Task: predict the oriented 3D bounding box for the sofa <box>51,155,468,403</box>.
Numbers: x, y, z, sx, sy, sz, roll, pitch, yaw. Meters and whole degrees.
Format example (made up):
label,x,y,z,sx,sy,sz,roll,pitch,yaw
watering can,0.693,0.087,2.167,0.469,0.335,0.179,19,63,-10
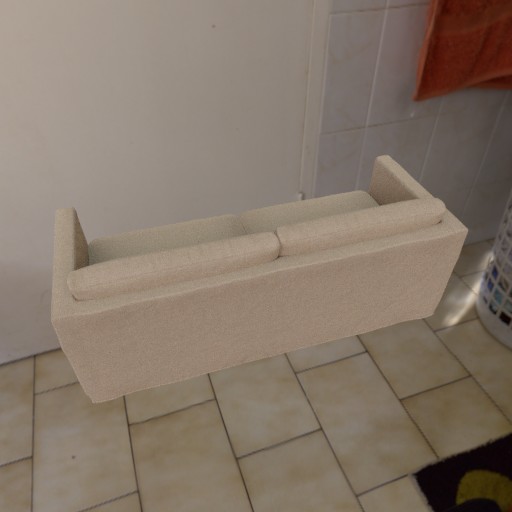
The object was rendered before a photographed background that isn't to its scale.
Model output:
label,x,y,z,sx,sy,sz,roll,pitch,yaw
sofa,0.000,0.000,2.812,2.312,0.853,0.962,-12,43,-13
